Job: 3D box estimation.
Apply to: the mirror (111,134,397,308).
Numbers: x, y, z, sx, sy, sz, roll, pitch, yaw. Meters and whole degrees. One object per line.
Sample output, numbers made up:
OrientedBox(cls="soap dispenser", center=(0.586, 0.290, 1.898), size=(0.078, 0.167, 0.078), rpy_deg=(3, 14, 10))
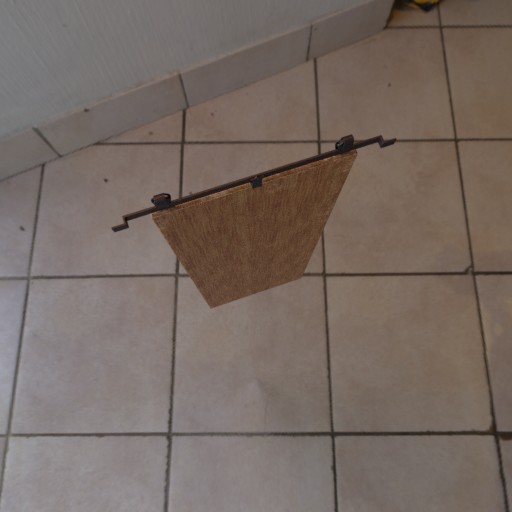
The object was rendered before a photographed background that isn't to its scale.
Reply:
OrientedBox(cls="mirror", center=(0.000, 0.000, 2.060), size=(0.847, 1.793, 0.042), rpy_deg=(-18, 75, -5))
